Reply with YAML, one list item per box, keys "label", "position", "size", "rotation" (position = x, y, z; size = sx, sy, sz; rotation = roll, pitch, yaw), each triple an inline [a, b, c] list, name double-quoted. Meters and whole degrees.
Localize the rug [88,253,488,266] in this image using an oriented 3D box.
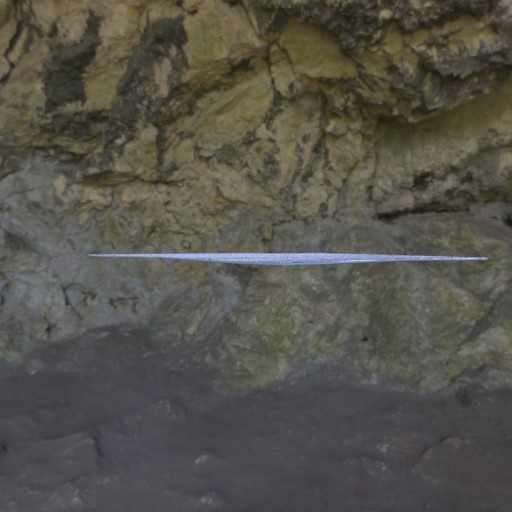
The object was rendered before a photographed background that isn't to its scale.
- label: "rug"
  position: [0.000, 0.000, 2.239]
  size: [1.145, 0.021, 1.777]
  rotation: [-1, 1, -37]
